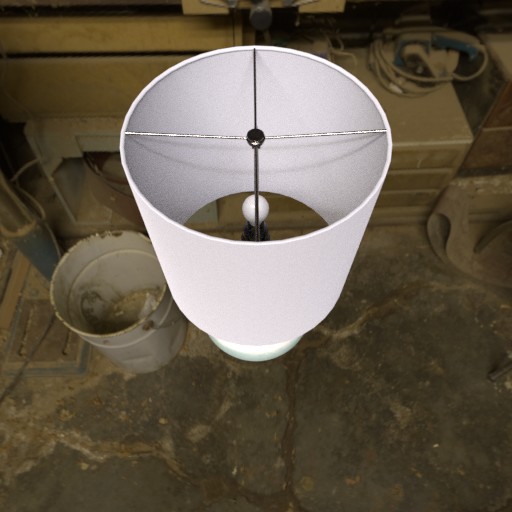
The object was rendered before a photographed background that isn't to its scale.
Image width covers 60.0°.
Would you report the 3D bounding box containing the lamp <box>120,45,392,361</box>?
[{"bbox_3d":[0.000,0.000,0.530,0.217,0.404,0.217,-1,60,0],"label":"lamp"}]
